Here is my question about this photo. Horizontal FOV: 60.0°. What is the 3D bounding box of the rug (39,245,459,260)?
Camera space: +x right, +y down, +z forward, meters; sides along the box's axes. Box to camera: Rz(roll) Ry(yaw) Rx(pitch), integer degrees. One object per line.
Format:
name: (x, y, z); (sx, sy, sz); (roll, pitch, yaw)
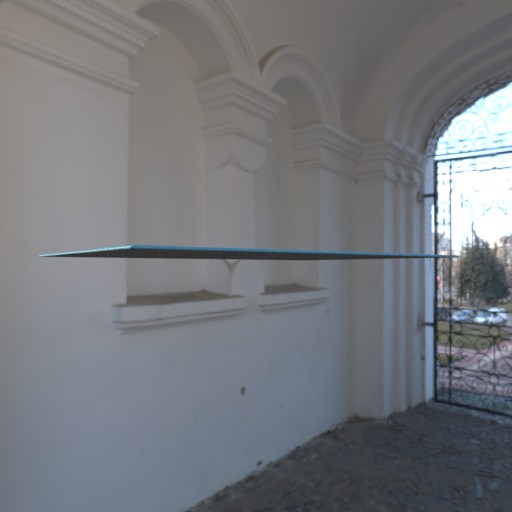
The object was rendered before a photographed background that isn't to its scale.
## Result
rug: (0.000, 0.000, 3.496); (2.769, 0.018, 1.830); (1, -2, -37)
